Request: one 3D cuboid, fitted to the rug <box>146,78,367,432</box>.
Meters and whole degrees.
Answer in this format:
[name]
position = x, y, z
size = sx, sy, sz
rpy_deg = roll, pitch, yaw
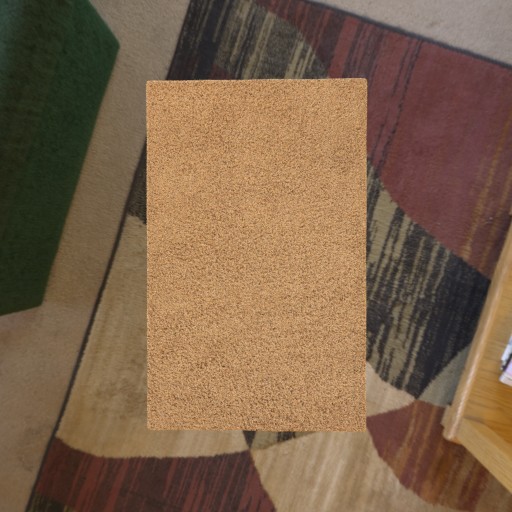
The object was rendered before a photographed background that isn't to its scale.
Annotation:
[rug]
position = 0.000, 0.000, 3.078
size = 1.524, 0.030, 2.438
rpy_deg = 0, 91, 2
